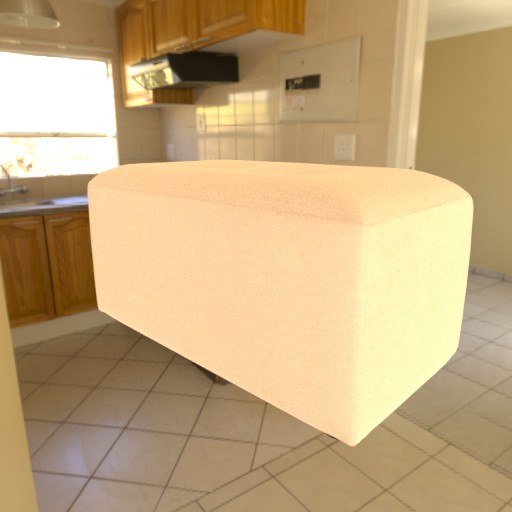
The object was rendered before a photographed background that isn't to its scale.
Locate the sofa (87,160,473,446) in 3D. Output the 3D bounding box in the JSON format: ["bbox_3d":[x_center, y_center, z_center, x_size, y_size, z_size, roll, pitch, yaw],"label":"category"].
[{"bbox_3d":[0.000,0.000,1.172,0.930,0.470,0.480,14,21,42],"label":"sofa"}]
